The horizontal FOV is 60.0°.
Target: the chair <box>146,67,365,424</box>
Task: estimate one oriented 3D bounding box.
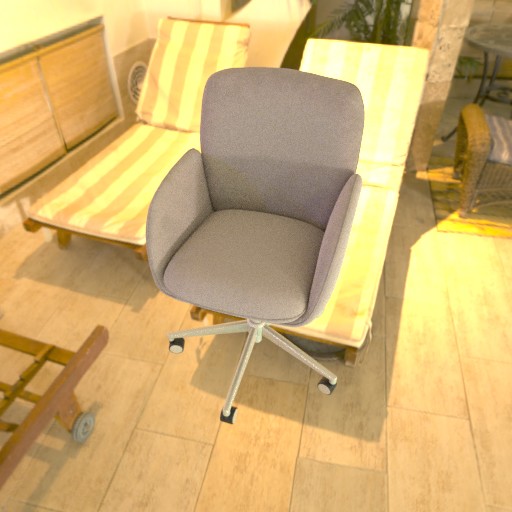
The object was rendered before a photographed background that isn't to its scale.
[{"bbox_3d":[0.000,0.000,1.404,0.648,0.959,0.654,12,42,13],"label":"chair"}]
